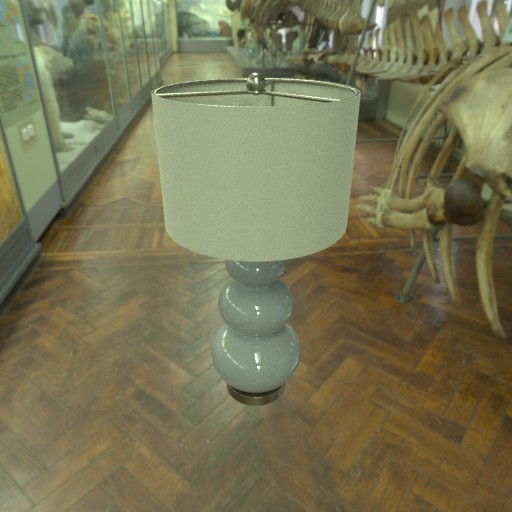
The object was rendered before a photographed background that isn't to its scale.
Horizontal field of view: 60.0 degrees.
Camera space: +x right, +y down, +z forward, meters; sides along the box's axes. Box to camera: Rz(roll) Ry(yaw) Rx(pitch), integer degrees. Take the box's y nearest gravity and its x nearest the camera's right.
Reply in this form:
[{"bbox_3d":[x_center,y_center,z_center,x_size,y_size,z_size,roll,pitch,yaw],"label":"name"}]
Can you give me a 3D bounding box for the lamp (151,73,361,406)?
[{"bbox_3d":[0.000,0.000,0.952,0.367,0.730,0.367,-19,33,-32],"label":"lamp"}]
